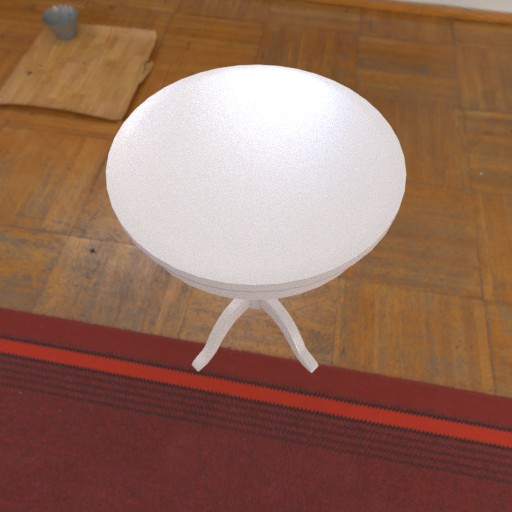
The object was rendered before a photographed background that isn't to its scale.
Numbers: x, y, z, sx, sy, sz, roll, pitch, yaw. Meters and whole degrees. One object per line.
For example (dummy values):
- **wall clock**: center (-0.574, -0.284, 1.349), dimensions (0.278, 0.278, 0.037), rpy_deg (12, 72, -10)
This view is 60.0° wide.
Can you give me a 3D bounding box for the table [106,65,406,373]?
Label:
- **table**: center (0.000, 0.000, 1.043), dimensions (0.513, 0.653, 0.513), rpy_deg (0, 58, 0)
